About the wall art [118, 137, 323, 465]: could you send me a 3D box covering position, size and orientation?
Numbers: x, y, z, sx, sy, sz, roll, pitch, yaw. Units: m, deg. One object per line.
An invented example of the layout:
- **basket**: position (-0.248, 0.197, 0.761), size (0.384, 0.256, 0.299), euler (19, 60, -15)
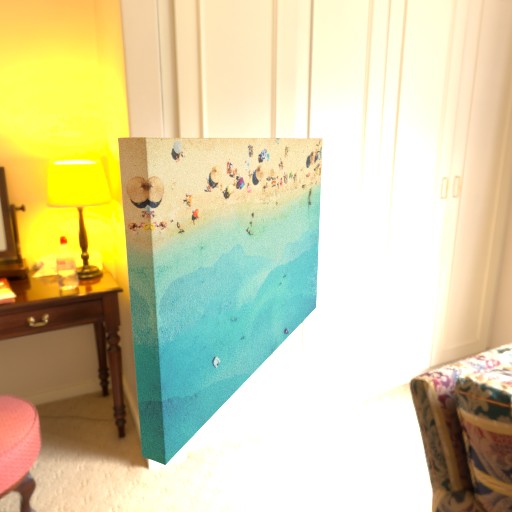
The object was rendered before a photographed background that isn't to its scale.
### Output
- **wall art**: position (0.000, 0.000, 0.787), size (0.039, 0.406, 0.609), euler (7, 16, 25)
